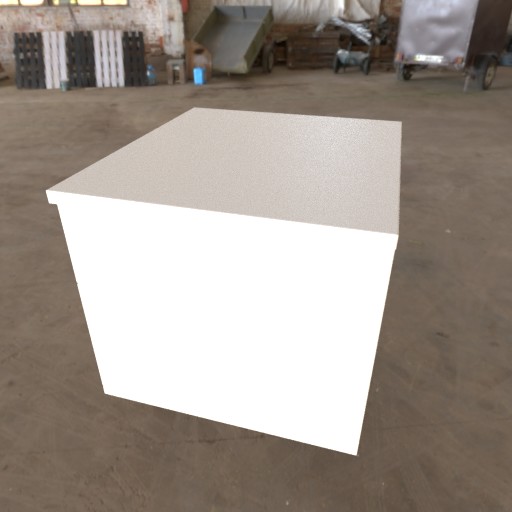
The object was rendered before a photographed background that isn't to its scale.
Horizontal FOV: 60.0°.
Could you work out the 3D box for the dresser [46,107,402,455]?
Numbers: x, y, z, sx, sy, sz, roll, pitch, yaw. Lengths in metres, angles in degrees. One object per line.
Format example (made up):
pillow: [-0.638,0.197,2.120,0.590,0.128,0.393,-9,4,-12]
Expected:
dresser: [0.000,0.000,0.728,0.400,0.360,0.430,8,32,14]
